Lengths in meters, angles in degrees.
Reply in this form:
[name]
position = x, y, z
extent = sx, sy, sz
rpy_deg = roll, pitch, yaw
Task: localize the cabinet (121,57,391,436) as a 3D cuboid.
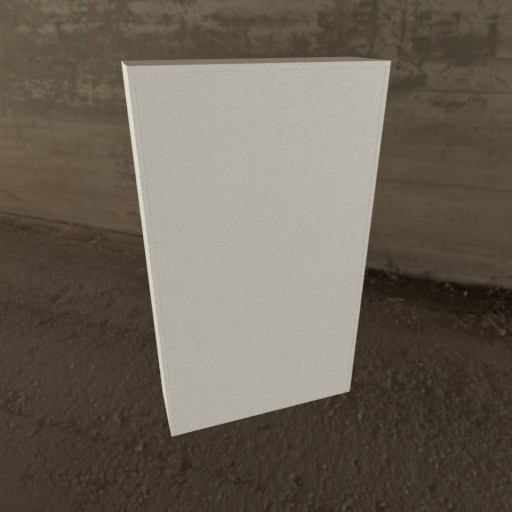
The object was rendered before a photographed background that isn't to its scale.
[cabinet]
position = 0.000, 0.000, 1.584
extent = 0.750, 1.280, 0.250
rpy_deg = -8, 28, -16
